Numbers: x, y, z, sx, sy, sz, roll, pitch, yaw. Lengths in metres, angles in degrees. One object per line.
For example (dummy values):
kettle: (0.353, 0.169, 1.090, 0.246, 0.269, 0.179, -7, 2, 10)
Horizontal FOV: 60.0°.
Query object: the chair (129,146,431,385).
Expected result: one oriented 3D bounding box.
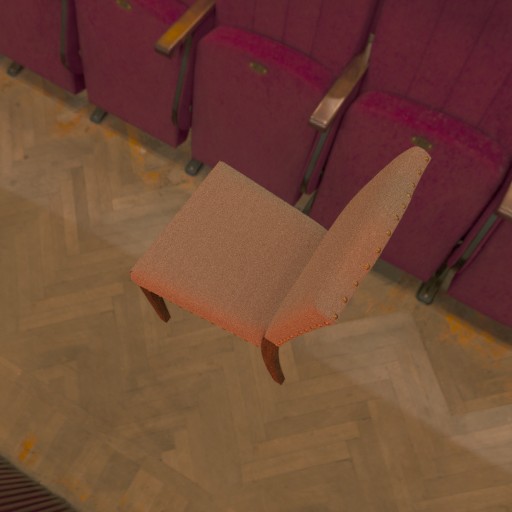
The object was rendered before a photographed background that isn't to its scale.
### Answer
chair: (0.000, 0.000, 1.347, 0.620, 1.020, 0.508, 30, 69, 13)
